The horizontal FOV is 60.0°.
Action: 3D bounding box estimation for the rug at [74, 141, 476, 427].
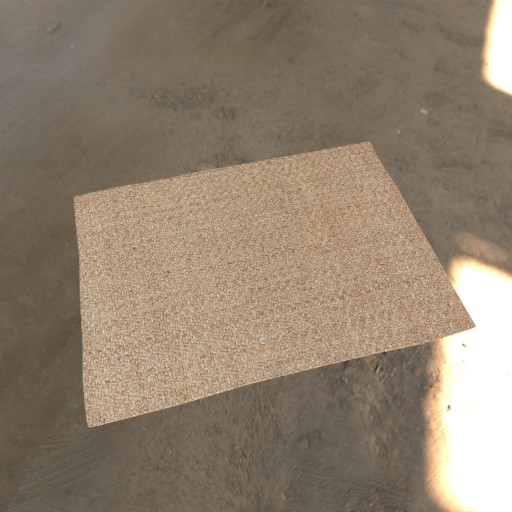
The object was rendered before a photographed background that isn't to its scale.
[{"bbox_3d":[0.000,0.000,2.724,2.141,0.013,1.566,-13,58,-8],"label":"rug"}]
